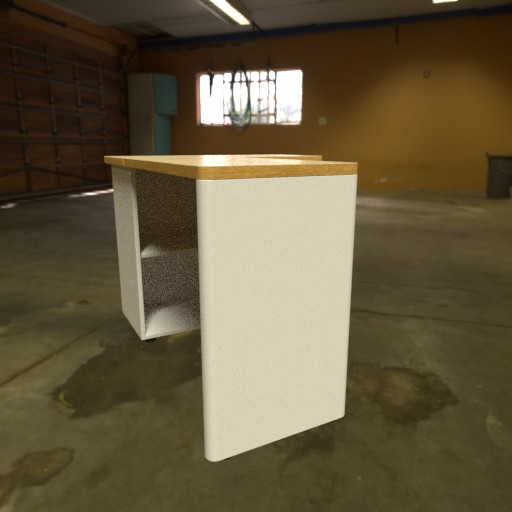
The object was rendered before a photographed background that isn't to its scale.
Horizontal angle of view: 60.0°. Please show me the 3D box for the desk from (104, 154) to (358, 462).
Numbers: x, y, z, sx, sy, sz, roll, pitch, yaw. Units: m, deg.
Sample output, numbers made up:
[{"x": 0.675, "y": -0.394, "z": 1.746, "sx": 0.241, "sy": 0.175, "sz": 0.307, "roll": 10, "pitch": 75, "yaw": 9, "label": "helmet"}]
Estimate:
[{"x": 0.000, "y": 0.000, "z": 1.759, "sx": 0.900, "sy": 0.760, "sz": 1.170, "roll": -7, "pitch": 16, "yaw": -27, "label": "desk"}]
